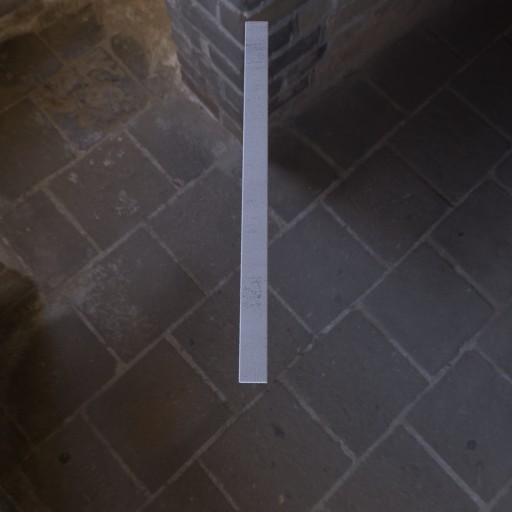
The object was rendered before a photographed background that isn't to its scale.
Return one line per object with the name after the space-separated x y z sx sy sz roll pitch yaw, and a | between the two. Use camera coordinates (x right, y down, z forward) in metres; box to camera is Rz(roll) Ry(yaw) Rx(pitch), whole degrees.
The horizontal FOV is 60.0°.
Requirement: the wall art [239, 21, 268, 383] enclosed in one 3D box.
0.000 0.000 1.153 0.043 0.914 0.624 0 75 0 | wall art
